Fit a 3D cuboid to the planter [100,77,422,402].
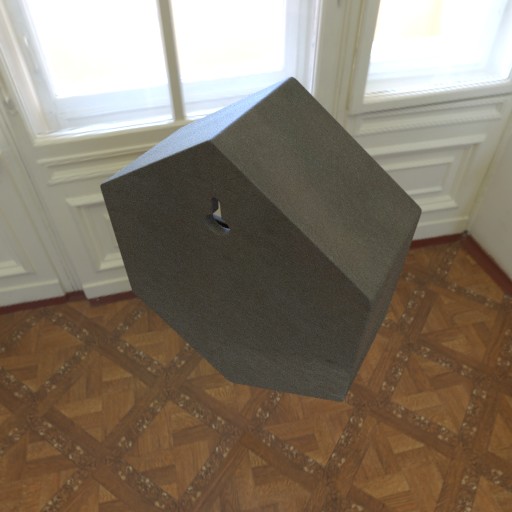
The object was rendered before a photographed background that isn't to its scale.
[{"bbox_3d":[0.000,0.000,0.286,0.169,0.206,0.077,23,50,21],"label":"planter"}]
